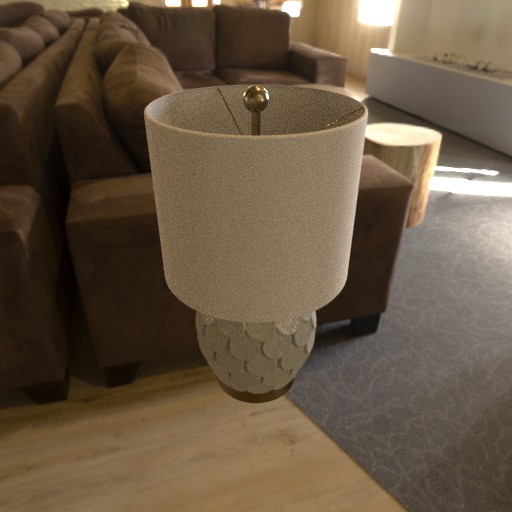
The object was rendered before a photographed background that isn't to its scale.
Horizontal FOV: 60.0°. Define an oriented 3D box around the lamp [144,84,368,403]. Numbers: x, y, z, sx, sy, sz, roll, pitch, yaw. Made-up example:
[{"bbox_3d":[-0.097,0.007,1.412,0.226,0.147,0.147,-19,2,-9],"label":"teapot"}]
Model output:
[{"bbox_3d":[0.000,0.000,0.619,0.254,0.452,0.254,0,31,0],"label":"lamp"}]
